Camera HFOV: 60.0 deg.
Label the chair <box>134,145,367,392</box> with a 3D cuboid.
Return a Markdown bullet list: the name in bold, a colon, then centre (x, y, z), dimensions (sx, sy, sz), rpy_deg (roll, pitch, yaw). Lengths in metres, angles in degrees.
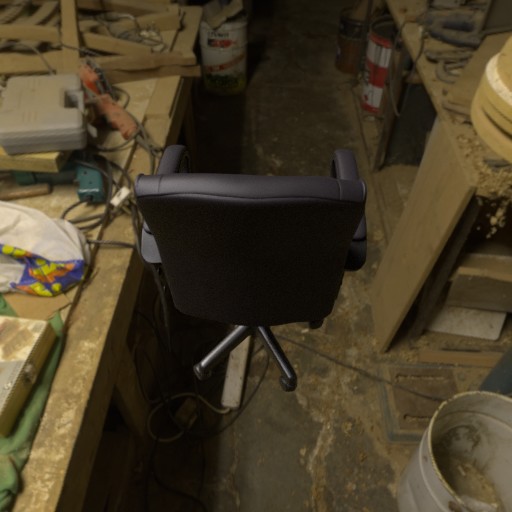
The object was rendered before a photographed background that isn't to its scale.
- **chair**: centre (0.000, 0.000, 1.346), dimensions (0.576, 0.998, 0.641), rpy_deg (2, 47, 2)
